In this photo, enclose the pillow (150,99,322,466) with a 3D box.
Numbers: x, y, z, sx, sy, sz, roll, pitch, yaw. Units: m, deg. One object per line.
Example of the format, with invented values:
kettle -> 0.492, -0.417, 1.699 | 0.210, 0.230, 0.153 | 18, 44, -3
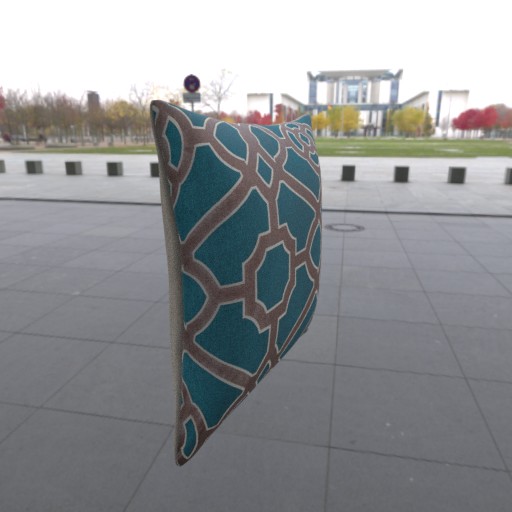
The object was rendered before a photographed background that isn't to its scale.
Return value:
pillow -> 0.000, 0.000, 0.803 | 0.166, 0.507, 0.526 | 8, 17, 26
